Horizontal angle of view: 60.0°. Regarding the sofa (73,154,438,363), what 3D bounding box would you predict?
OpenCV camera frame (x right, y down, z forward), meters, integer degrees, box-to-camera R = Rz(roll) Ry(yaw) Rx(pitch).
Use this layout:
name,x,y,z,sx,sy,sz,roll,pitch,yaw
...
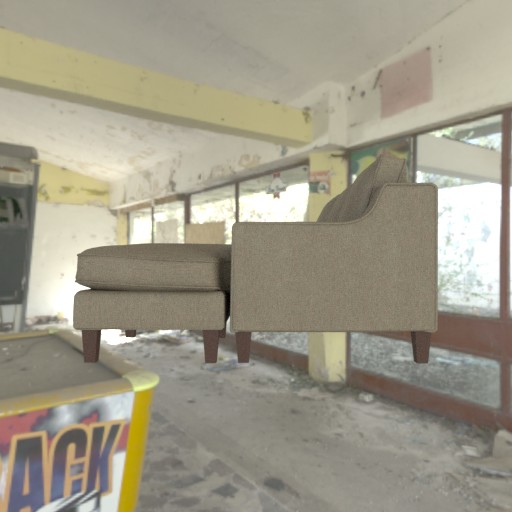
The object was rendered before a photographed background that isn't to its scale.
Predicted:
name,x,y,z,sx,sy,sz,roll,pitch,yaw
sofa,0.000,0.000,3.321,1.858,1.081,2.317,0,0,0
